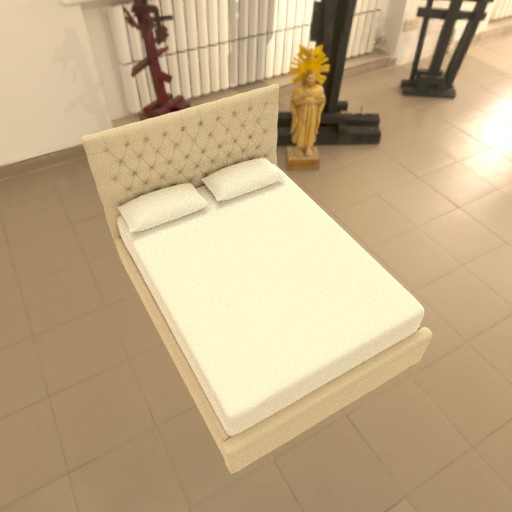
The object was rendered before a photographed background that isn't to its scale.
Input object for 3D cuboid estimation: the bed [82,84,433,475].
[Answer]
[{"bbox_3d":[0.000,0.000,3.372,1.696,1.426,2.233,-23,51,-20],"label":"bed"}]
